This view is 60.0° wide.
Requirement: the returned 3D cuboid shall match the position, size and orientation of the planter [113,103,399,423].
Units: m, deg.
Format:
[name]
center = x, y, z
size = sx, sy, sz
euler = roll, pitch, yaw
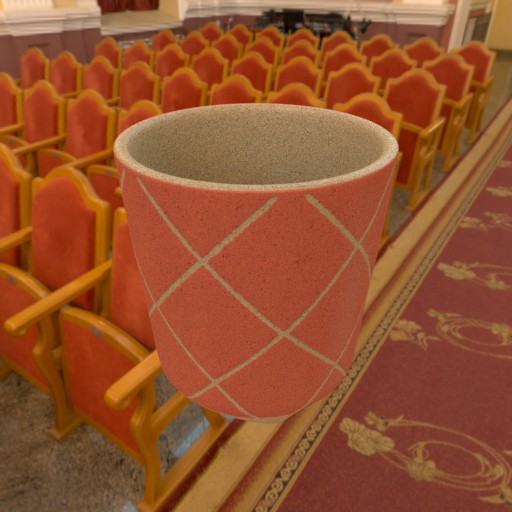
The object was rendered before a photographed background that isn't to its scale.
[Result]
[planter]
center = 0.000, 0.000, 0.426
size = 0.227, 0.235, 0.227
euler = 0, 32, 0
